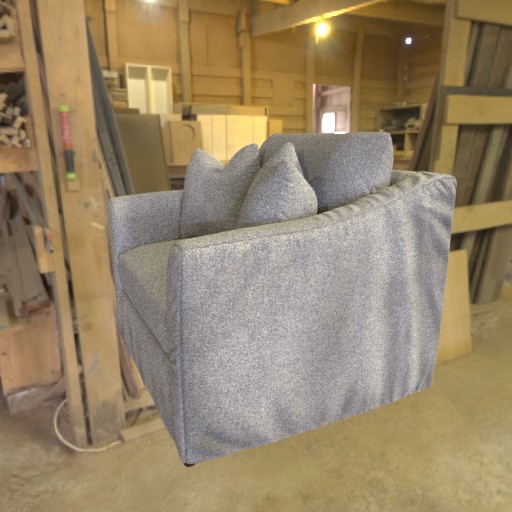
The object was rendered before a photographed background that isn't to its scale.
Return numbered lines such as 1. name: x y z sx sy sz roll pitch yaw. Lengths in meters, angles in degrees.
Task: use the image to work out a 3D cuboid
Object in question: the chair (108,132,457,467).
1. chair: 0.000 0.000 1.954 1.071 1.059 1.194 -7 16 -26
